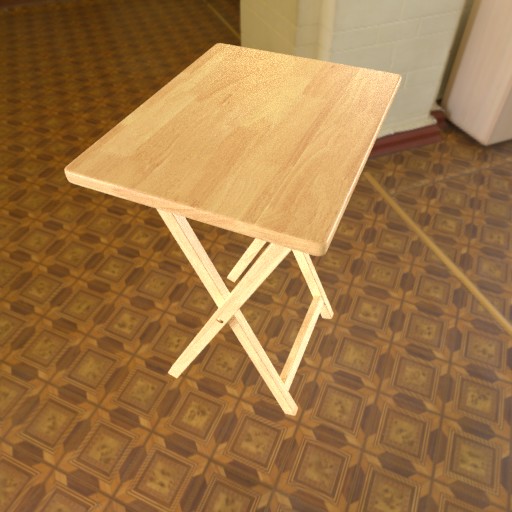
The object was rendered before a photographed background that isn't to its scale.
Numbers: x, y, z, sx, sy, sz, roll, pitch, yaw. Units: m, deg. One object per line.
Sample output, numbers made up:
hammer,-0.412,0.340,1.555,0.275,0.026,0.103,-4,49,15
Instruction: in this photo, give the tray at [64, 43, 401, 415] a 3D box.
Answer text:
tray,0.000,0.000,0.953,0.381,0.660,0.483,17,49,16
